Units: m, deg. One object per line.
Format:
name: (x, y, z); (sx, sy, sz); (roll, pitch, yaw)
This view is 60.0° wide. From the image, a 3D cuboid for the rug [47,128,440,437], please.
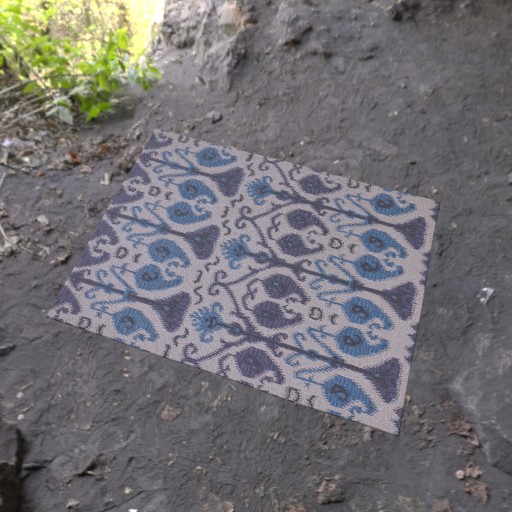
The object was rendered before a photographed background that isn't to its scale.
rug: (0.000, 0.000, 3.016); (2.261, 0.013, 1.676); (17, 64, 8)
